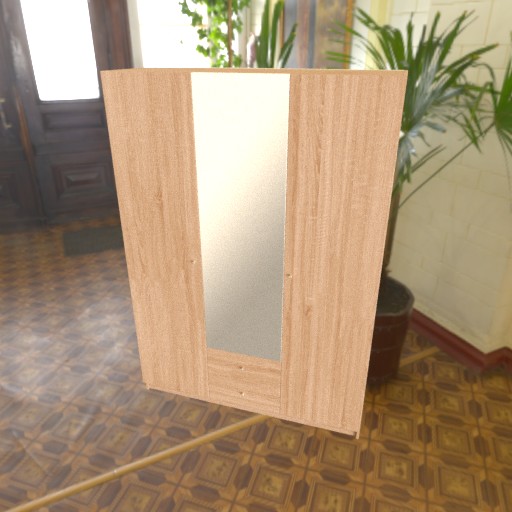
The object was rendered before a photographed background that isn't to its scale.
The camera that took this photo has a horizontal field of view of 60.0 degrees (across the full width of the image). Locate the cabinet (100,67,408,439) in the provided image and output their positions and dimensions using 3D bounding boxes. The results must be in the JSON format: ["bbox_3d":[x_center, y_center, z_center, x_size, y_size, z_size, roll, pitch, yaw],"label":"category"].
[{"bbox_3d":[0.000,0.000,2.745,1.500,2.120,0.590,8,26,16],"label":"cabinet"}]
